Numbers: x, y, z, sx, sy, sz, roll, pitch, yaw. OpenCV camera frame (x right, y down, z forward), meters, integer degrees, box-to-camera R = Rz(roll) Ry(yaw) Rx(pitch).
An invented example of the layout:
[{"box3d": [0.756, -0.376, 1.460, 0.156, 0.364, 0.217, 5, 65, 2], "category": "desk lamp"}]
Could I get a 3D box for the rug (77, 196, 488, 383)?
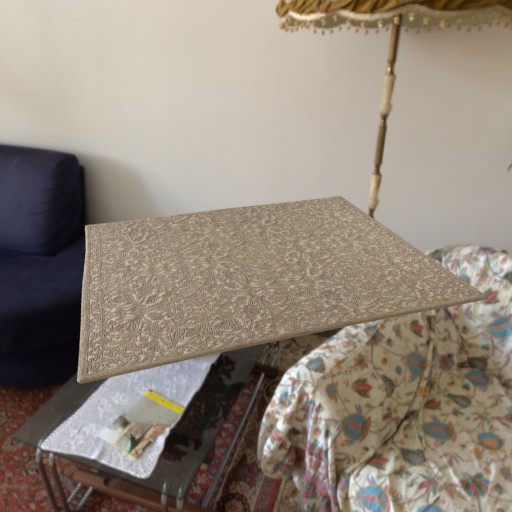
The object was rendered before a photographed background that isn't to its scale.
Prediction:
[{"box3d": [0.000, 0.000, 4.072, 3.017, 0.035, 2.472, -8, 28, -16], "category": "rug"}]
